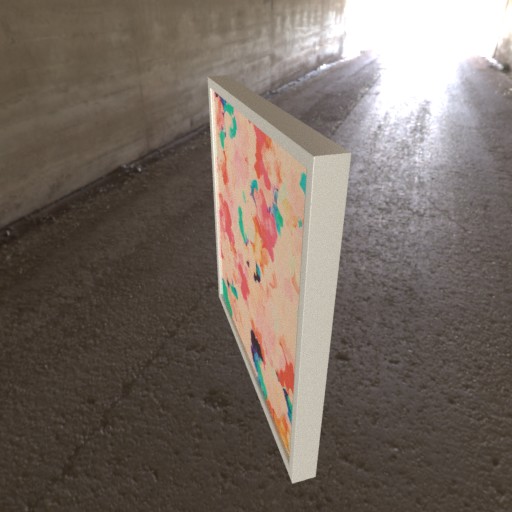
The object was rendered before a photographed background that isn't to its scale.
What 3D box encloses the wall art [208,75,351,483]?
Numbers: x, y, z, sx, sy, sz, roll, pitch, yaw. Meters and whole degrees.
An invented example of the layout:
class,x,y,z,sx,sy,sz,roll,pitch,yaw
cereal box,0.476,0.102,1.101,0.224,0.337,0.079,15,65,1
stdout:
class,x,y,z,sx,sy,sz,roll,pitch,yaw
wall art,0.000,0.000,0.755,0.038,0.505,0.506,-9,31,-14
